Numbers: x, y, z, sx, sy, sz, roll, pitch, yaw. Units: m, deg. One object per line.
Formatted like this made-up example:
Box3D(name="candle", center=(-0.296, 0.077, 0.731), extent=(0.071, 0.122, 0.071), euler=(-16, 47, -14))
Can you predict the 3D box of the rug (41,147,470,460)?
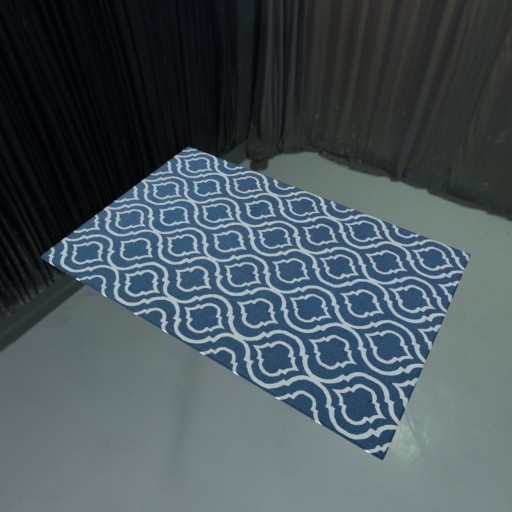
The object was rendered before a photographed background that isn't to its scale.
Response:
Box3D(name="rug", center=(0.000, 0.000, 2.152), extent=(1.753, 0.010, 1.143), euler=(25, 51, 22))
